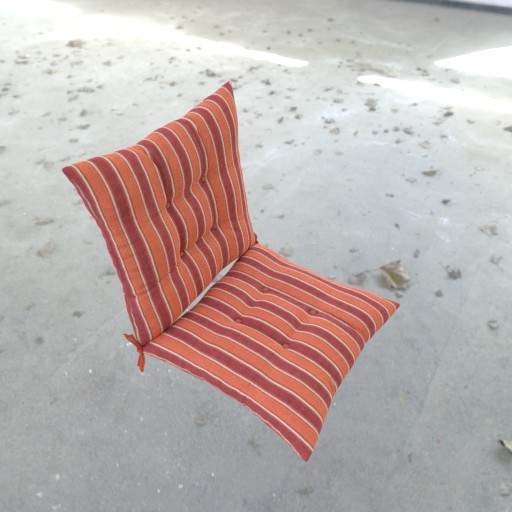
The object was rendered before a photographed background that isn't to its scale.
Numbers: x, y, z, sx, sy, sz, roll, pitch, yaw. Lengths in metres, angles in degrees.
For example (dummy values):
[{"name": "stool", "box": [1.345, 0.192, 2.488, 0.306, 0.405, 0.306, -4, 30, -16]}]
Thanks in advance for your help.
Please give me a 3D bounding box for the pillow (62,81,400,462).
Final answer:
[{"name": "pillow", "box": [0.000, 0.000, 1.003, 0.585, 0.536, 0.541, 24, 47, 25]}]
